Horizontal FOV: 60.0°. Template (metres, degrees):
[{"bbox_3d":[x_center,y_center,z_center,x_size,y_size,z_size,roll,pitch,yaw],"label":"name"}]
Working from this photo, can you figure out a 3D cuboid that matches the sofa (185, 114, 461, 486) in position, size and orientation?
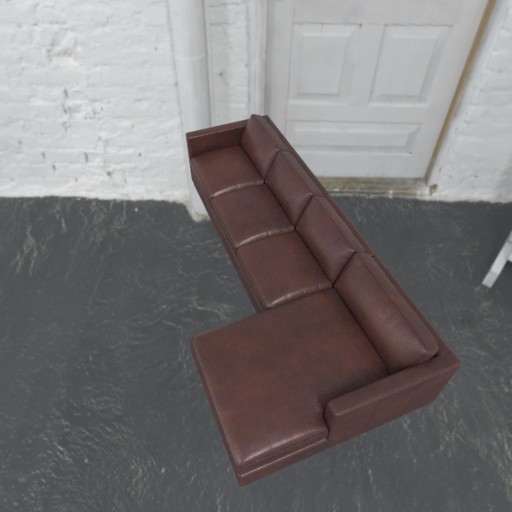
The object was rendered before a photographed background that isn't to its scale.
[{"bbox_3d":[0.000,0.000,3.860,1.581,0.883,3.203,-17,51,-14],"label":"sofa"}]
